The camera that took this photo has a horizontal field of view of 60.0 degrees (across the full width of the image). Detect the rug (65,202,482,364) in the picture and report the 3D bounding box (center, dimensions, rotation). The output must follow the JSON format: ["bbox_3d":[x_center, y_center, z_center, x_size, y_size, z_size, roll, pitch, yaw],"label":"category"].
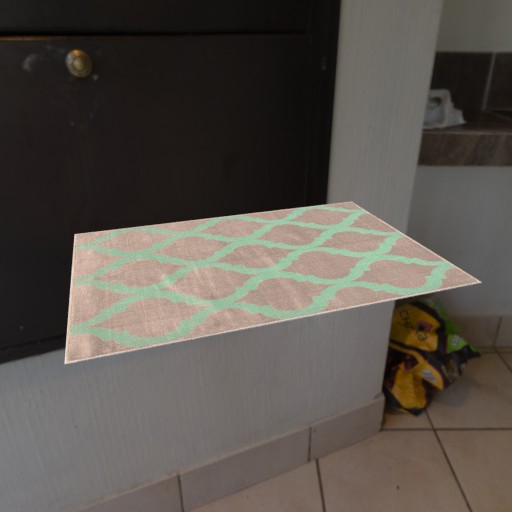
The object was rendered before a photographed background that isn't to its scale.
[{"bbox_3d":[0.000,0.000,2.923,2.286,0.006,1.524,-8,27,-17],"label":"rug"}]
